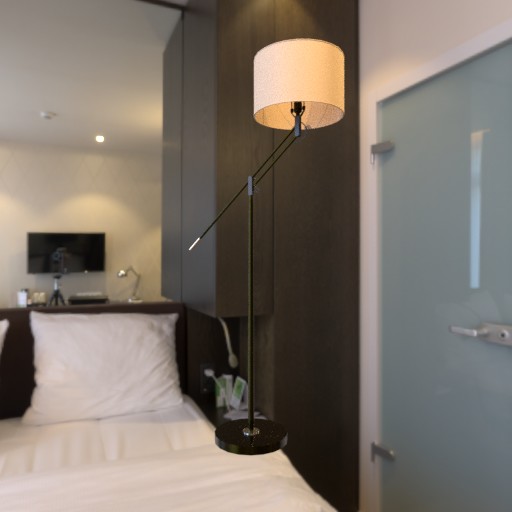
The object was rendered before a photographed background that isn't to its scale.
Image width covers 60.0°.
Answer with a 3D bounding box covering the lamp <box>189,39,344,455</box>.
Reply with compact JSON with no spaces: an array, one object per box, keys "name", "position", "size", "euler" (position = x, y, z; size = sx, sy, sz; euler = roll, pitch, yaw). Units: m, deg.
[{"name":"lamp","position":[0.000,0.000,1.968],"size":[0.809,1.635,0.373],"euler":[0,0,36]}]
